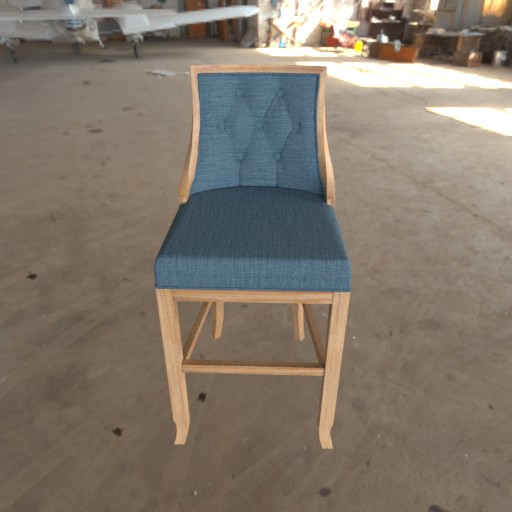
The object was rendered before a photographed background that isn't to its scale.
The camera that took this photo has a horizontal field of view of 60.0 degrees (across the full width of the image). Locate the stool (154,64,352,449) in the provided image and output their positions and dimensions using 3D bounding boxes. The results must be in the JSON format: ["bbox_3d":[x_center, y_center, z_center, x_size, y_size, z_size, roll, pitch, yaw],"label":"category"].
[{"bbox_3d":[0.000,0.000,1.461,0.524,1.101,0.626,1,30,2],"label":"stool"}]
